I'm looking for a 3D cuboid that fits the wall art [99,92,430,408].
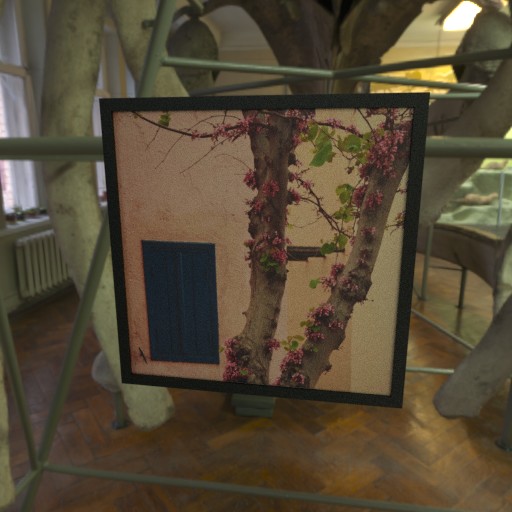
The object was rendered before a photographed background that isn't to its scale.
[{"bbox_3d":[0.000,0.000,1.117,0.762,0.762,0.038,2,14,9],"label":"wall art"}]
